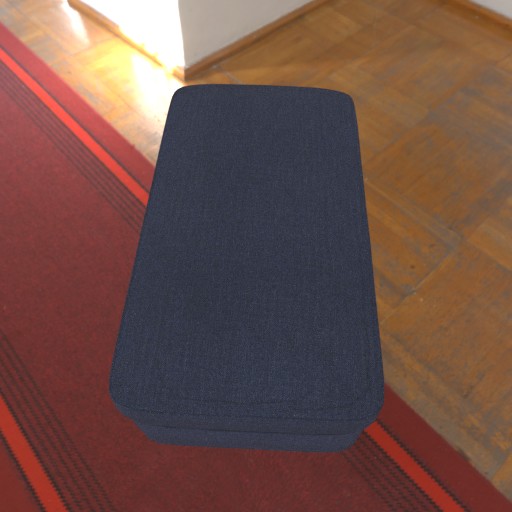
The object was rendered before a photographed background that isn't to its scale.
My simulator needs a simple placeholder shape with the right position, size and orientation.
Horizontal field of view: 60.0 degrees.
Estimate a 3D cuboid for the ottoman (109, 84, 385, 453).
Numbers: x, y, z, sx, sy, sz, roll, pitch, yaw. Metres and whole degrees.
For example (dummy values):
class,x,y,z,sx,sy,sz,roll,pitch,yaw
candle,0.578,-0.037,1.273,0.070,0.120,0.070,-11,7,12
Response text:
class,x,y,z,sx,sy,sz,roll,pitch,yaw
ottoman,0.000,0.000,1.152,0.505,0.453,0.895,2,58,1
